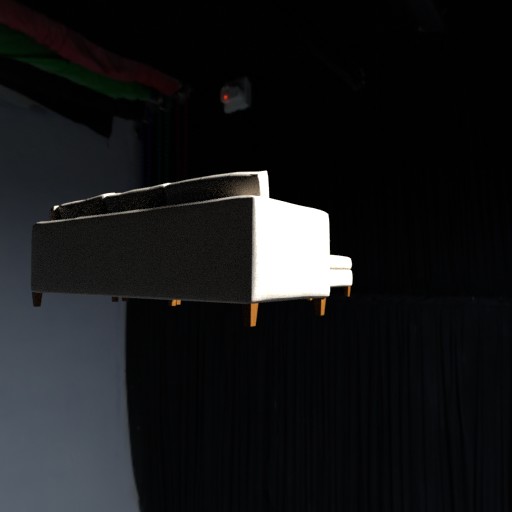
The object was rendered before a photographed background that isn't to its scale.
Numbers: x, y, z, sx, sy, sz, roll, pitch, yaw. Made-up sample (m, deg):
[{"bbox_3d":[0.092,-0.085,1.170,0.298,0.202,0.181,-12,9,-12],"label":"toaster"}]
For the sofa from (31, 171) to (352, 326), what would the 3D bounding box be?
[{"bbox_3d":[0.000,0.000,4.626,2.594,0.961,3.460,-2,-3,37],"label":"sofa"}]
